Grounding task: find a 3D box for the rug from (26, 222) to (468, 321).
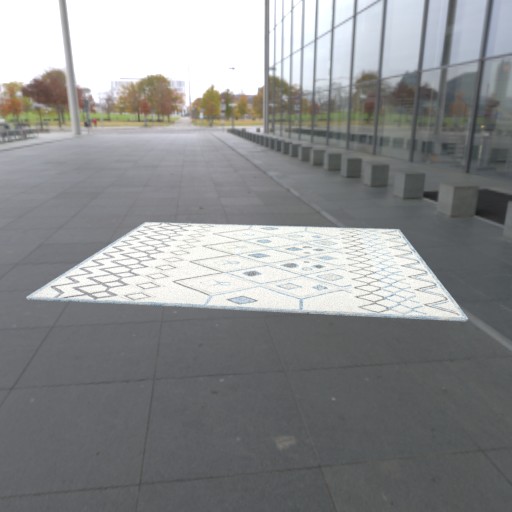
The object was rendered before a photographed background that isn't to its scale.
[{"bbox_3d":[0.000,0.000,4.171,3.056,0.013,2.441,2,17,7],"label":"rug"}]
